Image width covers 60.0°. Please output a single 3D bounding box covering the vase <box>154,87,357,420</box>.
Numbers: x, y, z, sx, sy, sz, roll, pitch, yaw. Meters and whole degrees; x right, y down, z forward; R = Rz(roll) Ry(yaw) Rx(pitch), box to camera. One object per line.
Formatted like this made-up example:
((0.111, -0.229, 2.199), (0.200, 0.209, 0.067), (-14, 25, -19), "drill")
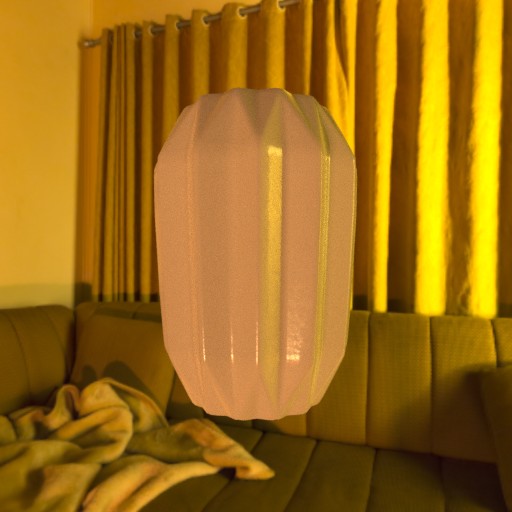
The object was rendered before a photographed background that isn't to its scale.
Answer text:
((0.000, 0.000, 0.424), (0.195, 0.275, 0.195), (0, -1, 0), "vase")
